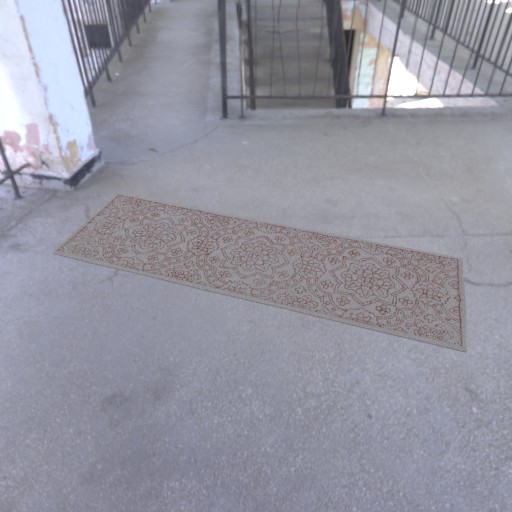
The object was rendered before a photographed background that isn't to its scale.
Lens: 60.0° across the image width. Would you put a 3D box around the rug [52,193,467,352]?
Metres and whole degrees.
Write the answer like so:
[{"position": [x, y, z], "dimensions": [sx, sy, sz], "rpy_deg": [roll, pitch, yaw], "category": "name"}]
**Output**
[{"position": [0.000, 0.000, 2.753], "dimensions": [2.448, 0.012, 0.769], "rpy_deg": [12, 41, 14], "category": "rug"}]
